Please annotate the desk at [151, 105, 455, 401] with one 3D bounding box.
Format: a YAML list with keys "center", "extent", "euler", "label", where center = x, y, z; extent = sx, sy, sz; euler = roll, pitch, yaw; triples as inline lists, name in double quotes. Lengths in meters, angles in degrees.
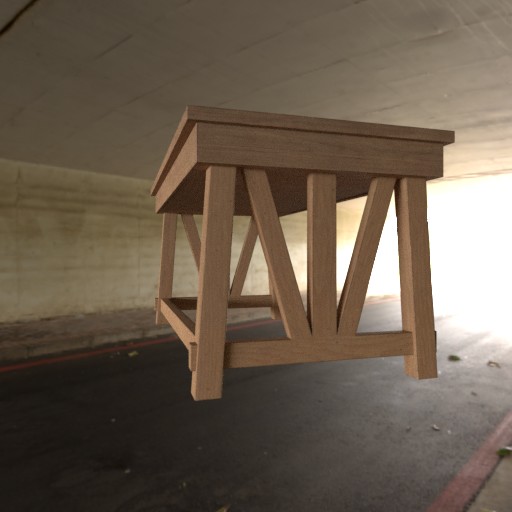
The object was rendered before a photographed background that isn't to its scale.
- center: [0.000, 0.000, 1.950]
  extent: [0.813, 0.762, 1.499]
  euler: [0, 0, -17]
  label: "desk"
